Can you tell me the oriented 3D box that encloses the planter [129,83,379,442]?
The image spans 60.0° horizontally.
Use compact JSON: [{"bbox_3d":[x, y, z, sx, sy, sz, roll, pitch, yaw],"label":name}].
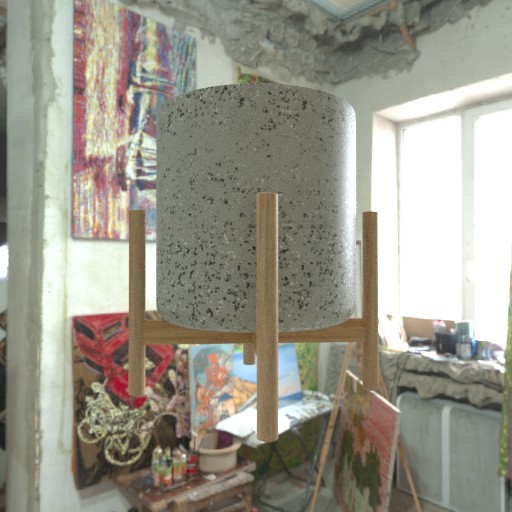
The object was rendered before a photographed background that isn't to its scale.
[{"bbox_3d":[0.000,0.000,0.689,0.360,0.419,0.360,0,-1,18],"label":"planter"}]
